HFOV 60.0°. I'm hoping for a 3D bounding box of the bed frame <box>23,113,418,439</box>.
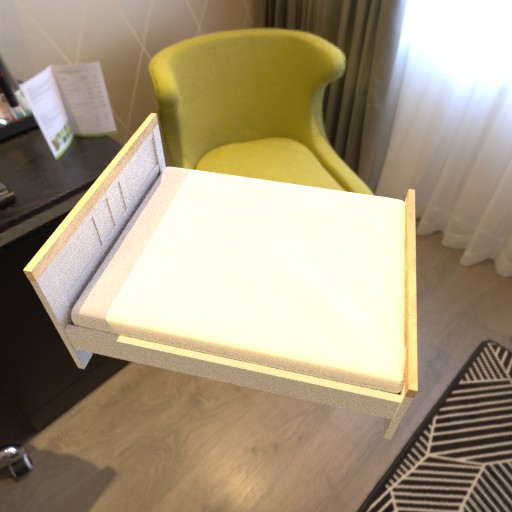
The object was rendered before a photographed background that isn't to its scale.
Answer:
[{"bbox_3d":[0.000,0.000,3.016,2.050,0.980,1.670,10,47,9],"label":"bed frame"}]
